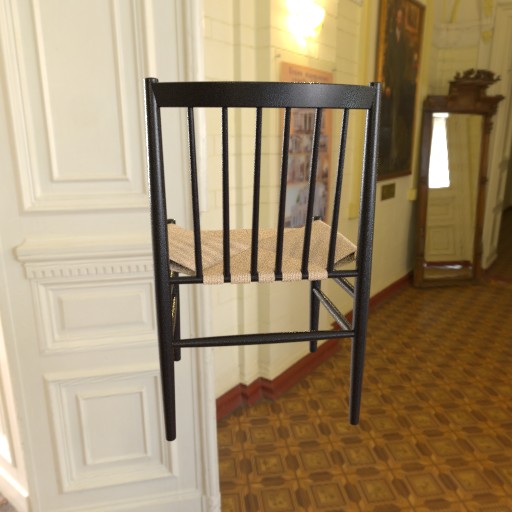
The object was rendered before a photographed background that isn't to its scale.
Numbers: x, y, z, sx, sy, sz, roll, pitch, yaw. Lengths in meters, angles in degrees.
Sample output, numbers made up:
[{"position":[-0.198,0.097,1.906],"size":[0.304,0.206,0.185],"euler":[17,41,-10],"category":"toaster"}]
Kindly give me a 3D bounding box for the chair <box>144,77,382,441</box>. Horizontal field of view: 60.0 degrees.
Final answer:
[{"position":[0.000,0.000,1.153],"size":[0.495,0.818,0.516],"euler":[-2,15,-8],"category":"chair"}]
